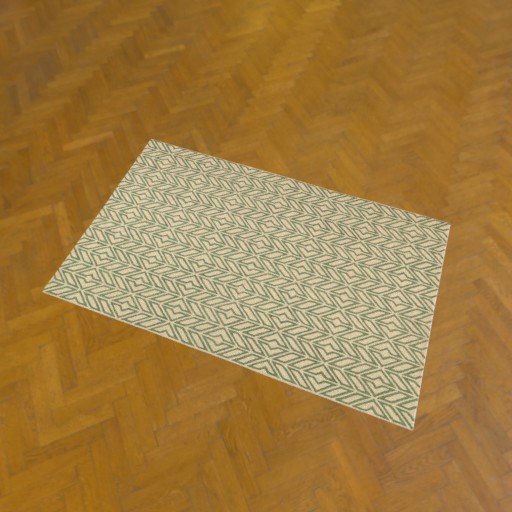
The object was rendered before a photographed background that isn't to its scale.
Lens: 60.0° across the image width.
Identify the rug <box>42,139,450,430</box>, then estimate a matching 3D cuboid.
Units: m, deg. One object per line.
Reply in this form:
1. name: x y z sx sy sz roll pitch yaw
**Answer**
1. rug: 0.000 0.000 3.060 2.435 0.011 1.517 18 60 11
